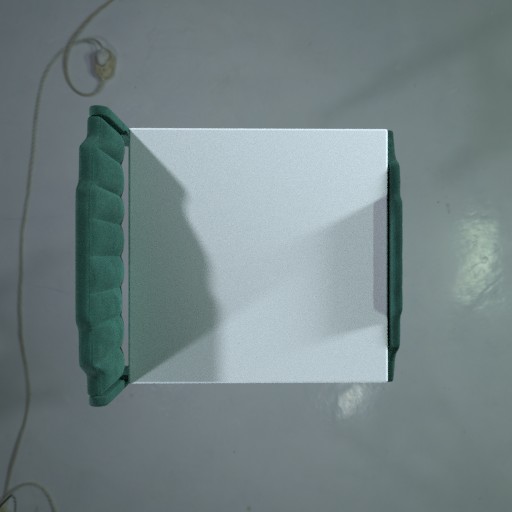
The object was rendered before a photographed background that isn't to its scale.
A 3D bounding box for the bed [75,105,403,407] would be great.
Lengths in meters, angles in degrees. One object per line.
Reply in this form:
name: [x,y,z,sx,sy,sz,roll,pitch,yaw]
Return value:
bed: [0.000,0.000,3.462,2.340,1.245,2.074,0,90,-1]
